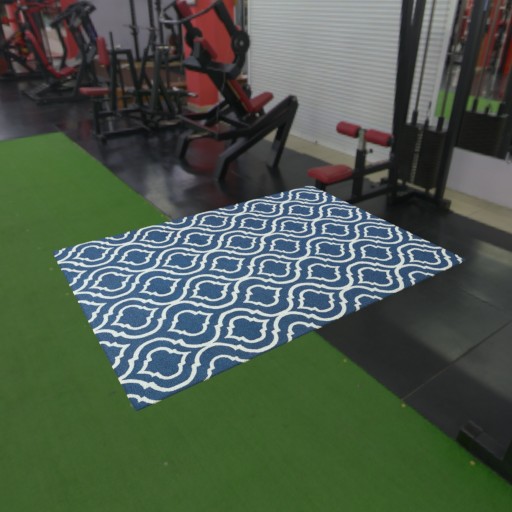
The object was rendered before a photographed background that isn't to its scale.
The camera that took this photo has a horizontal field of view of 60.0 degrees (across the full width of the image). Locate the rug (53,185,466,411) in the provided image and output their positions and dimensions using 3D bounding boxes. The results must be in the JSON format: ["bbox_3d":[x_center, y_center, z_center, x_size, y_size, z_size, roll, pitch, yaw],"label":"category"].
[{"bbox_3d":[0.000,0.000,2.803,2.134,0.010,1.524,-18,35,-28],"label":"rug"}]
